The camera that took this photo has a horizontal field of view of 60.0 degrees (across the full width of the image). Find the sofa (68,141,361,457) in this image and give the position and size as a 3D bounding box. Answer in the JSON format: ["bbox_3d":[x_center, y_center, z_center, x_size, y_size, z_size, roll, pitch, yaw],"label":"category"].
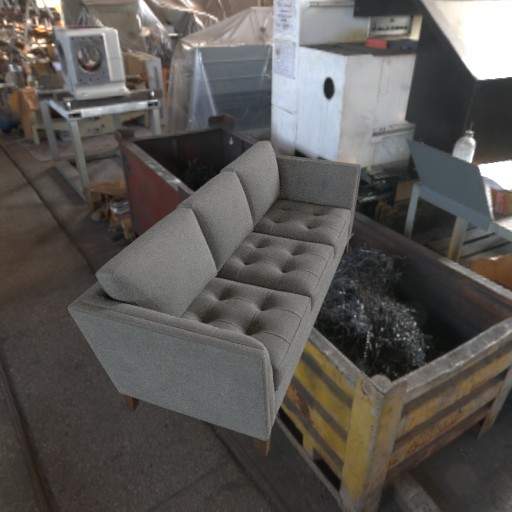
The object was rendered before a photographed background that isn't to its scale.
[{"bbox_3d":[0.000,0.000,2.999,0.965,0.940,2.387,11,33,18],"label":"sofa"}]
